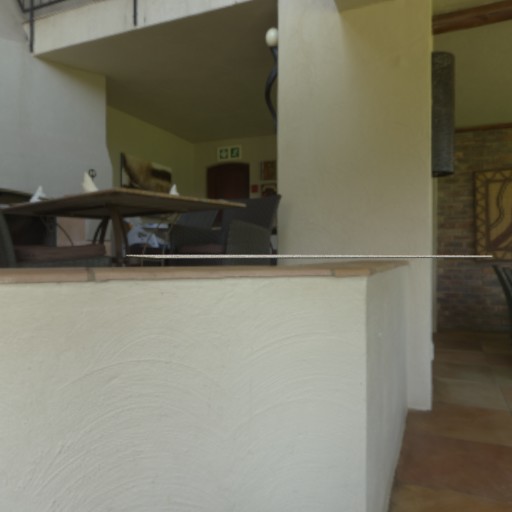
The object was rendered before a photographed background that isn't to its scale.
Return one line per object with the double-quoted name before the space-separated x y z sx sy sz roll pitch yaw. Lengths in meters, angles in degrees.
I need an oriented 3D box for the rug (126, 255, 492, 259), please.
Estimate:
"rug" 0.000 0.000 2.302 1.219 0.008 1.829 0 0 -19
